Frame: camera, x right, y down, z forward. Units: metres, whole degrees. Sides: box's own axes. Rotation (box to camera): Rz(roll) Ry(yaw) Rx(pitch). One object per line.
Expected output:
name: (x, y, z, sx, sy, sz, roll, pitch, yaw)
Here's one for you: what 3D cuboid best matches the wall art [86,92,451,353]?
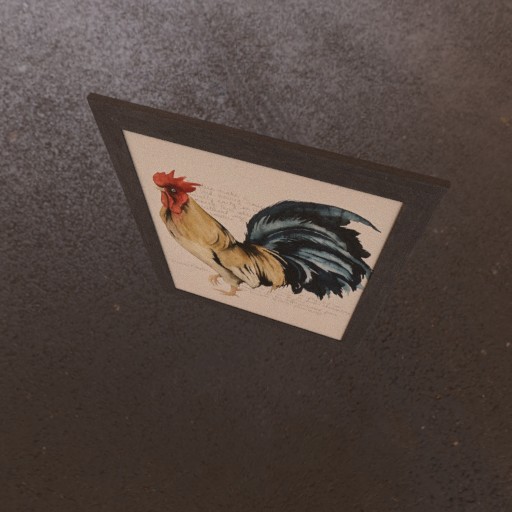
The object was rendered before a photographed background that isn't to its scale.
wall art: (0.000, 0.000, 0.796, 0.476, 0.570, 0.013, 17, 60, 10)
